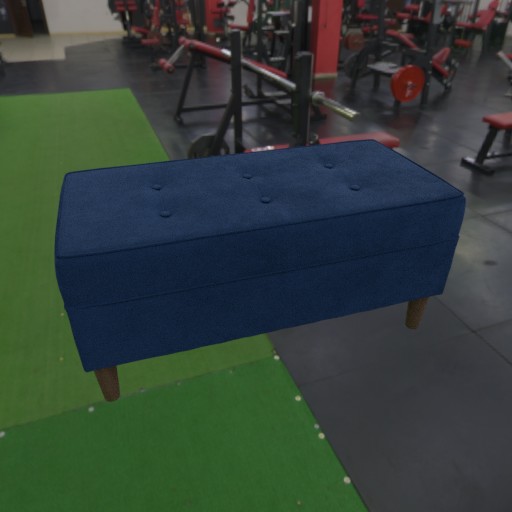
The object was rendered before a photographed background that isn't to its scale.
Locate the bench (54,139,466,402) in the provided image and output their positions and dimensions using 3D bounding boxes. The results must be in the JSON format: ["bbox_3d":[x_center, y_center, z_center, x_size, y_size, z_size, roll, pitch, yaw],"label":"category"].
[{"bbox_3d":[0.000,0.000,1.307,1.010,0.467,0.489,-10,34,-15],"label":"bench"}]
